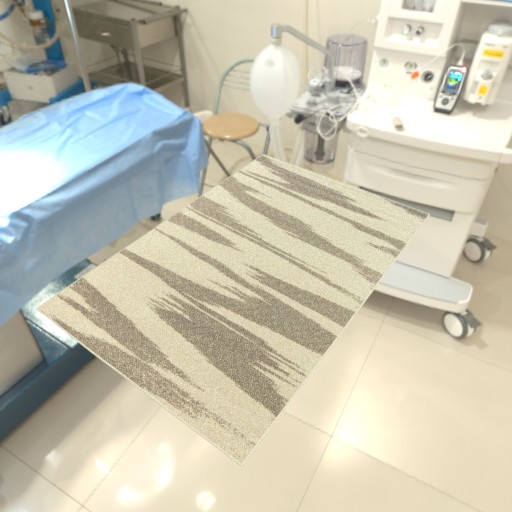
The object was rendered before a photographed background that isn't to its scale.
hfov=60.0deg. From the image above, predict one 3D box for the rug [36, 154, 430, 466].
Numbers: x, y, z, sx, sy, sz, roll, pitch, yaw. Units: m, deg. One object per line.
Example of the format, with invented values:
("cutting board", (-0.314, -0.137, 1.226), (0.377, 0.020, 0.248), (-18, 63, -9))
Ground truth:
("rug", (0.000, 0.000, 2.347), (1.225, 0.008, 1.827), (26, 48, 26))
